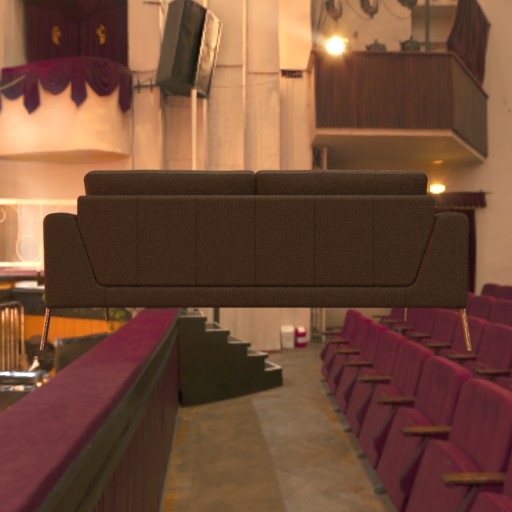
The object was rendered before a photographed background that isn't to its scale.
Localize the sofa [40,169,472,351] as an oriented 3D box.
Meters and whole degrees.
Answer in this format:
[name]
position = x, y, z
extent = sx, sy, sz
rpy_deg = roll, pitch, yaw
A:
[sofa]
position = 0.000, 0.000, 2.529
extent = 2.017, 0.875, 0.953
rpy_deg = 0, 0, 0
